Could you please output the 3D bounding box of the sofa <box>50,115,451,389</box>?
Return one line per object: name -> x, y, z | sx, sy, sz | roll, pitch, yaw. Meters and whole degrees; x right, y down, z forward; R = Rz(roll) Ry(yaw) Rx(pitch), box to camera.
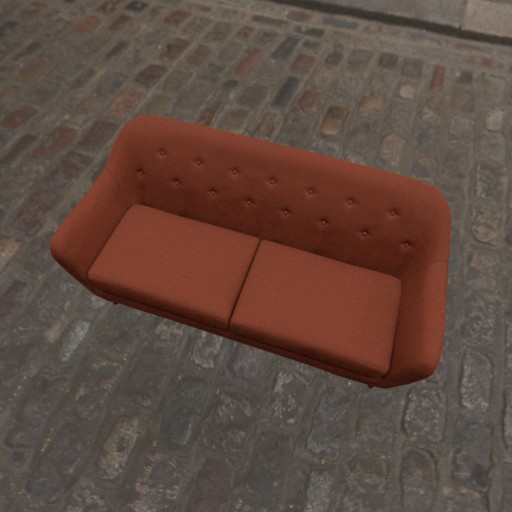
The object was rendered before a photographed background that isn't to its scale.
sofa -> 0.000, 0.000, 2.285 | 1.840, 0.836, 0.820 | 16, 61, 9
